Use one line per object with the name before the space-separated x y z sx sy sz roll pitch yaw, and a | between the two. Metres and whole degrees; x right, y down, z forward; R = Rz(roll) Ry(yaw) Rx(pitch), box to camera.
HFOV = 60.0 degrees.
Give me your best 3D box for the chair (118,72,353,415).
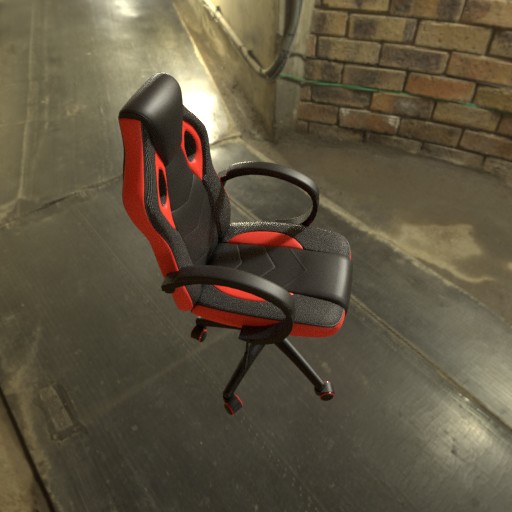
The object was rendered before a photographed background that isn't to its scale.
chair | 0.000 0.000 1.383 0.642 1.016 0.600 9 46 9
